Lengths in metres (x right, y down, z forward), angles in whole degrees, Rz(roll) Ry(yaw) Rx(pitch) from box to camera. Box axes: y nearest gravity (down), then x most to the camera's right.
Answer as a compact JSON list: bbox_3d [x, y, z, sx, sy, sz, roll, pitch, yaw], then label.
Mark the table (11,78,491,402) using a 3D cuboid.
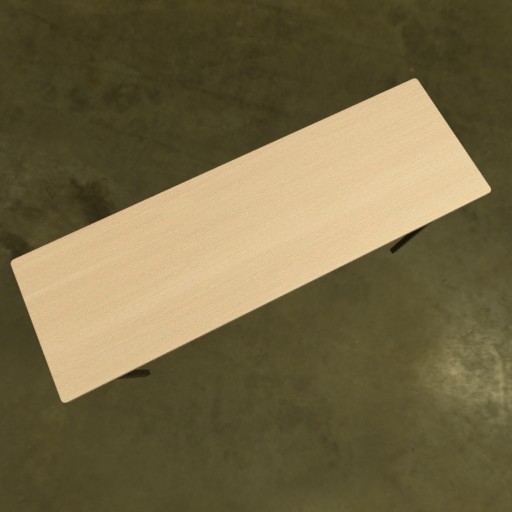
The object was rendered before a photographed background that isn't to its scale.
[{"bbox_3d":[0.000,0.000,1.694,1.397,0.750,0.447,-26,77,-6],"label":"table"}]
